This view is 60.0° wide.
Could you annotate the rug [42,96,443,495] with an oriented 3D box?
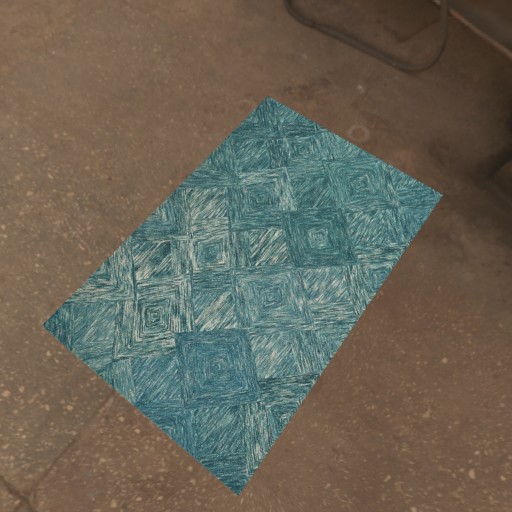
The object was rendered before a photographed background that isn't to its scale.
[{"bbox_3d":[0.000,0.000,2.843,1.490,0.015,2.277,34,70,15],"label":"rug"}]
